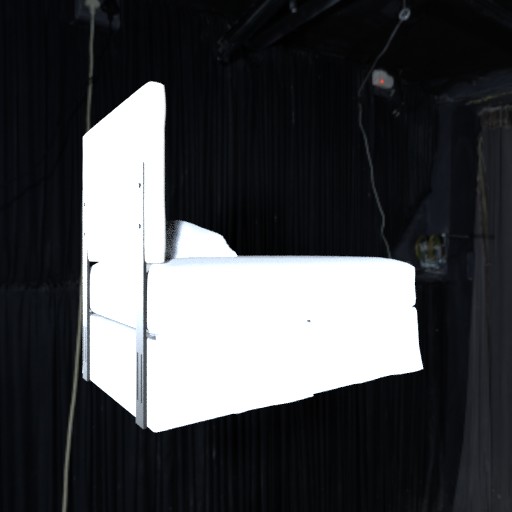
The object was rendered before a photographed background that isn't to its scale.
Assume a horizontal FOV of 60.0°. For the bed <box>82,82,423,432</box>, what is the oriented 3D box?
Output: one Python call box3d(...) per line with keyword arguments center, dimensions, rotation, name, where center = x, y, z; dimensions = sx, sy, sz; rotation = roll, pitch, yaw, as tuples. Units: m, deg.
box3d(center=(0.000, 0.000, 2.993), dimensions=(1.997, 1.571, 1.261), rotation=(0, 0, -36), name="bed")
